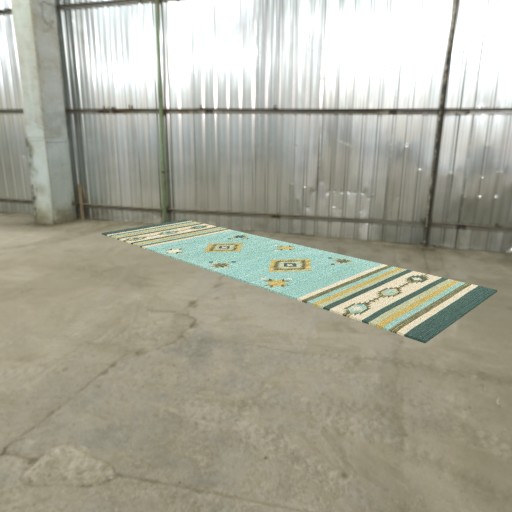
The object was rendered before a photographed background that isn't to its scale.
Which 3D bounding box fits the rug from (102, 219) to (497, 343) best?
[{"bbox_3d":[0.000,0.000,2.646,0.744,0.010,2.441,-15,22,-43],"label":"rug"}]
